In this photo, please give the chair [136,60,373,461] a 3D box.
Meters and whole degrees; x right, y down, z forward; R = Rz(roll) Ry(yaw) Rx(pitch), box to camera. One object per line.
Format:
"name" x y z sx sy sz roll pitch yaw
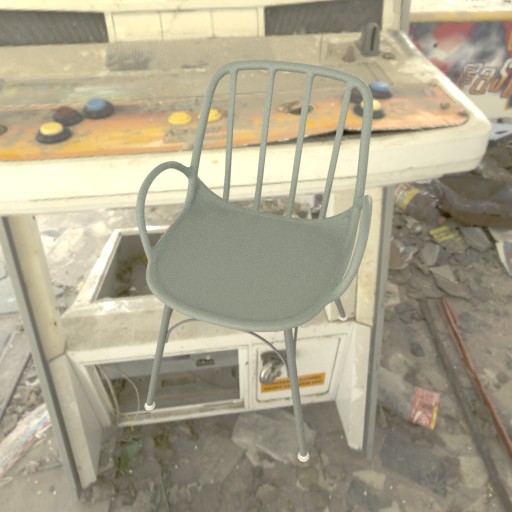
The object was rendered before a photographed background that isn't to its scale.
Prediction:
"chair" 0.000 0.000 1.174 0.549 0.816 0.597 12 42 14
